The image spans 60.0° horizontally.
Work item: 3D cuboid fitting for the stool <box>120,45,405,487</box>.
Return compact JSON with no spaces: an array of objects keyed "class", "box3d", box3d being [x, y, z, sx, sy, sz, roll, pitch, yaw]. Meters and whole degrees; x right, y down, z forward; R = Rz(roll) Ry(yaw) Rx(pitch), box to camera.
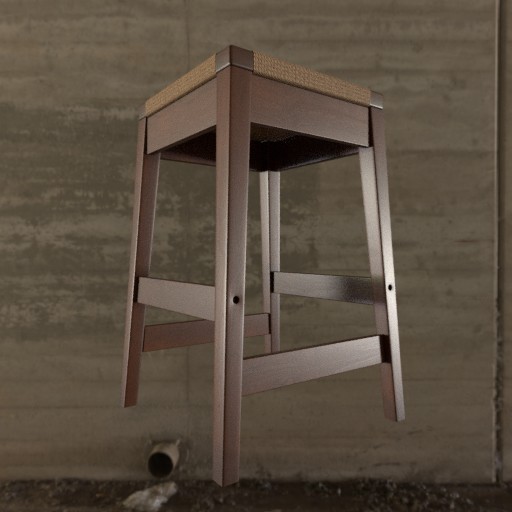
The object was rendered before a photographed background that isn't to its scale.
[{"class":"stool","box3d":[0.000,0.000,1.084,0.507,0.762,0.497,-1,1,-36]}]
